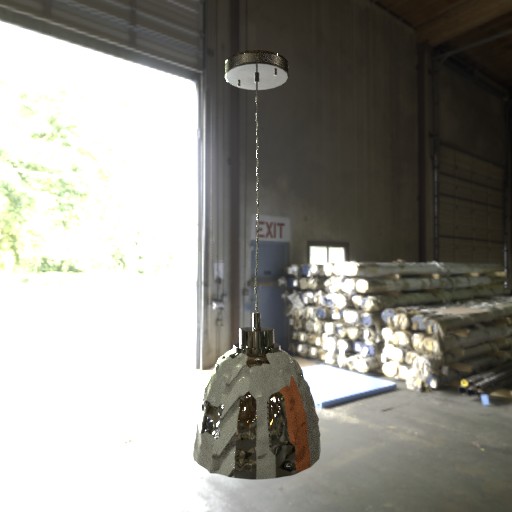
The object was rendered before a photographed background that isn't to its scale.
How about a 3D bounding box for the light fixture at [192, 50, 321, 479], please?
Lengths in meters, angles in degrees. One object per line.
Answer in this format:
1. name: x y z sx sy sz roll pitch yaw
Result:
1. light fixture: 0.000 0.000 1.738 0.496 1.511 0.500 -1 -2 36
